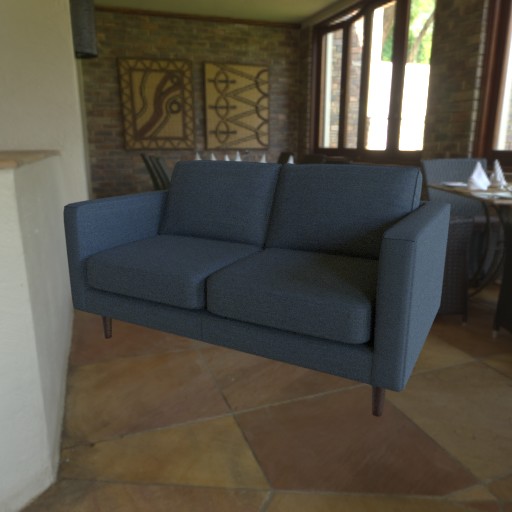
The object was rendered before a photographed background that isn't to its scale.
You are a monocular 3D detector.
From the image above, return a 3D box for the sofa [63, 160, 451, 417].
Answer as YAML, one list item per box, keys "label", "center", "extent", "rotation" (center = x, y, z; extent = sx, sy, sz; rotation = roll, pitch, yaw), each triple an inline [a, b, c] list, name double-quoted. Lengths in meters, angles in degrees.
- label: "sofa"
  center: [0.000, 0.000, 2.224]
  extent: [1.659, 0.907, 0.999]
  rotation: [8, 16, 28]
